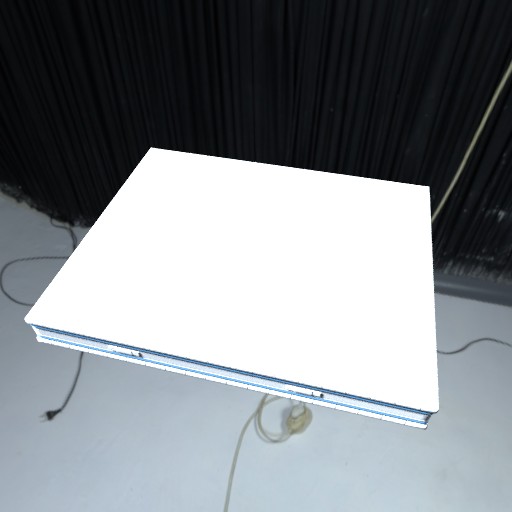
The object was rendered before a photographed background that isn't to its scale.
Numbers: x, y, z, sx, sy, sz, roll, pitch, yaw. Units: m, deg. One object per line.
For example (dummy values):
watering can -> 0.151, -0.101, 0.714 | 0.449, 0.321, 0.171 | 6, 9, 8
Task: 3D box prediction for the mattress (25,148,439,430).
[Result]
mattress -> 0.000, 0.000, 2.664 | 2.000, 0.230, 1.600 | 10, 47, 9
